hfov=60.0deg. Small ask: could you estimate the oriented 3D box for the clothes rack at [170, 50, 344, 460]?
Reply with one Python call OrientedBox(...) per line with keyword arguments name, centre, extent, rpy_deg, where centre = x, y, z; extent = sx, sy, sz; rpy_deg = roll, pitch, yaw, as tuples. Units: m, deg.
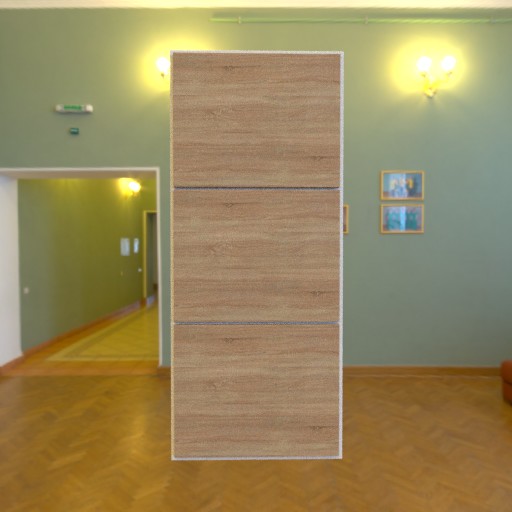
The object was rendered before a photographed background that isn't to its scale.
OrientedBox(name="clothes rack", centre=(0.000, 0.000, 1.437), extent=(0.500, 1.187, 0.331), rpy_deg=(0, 1, -1))
